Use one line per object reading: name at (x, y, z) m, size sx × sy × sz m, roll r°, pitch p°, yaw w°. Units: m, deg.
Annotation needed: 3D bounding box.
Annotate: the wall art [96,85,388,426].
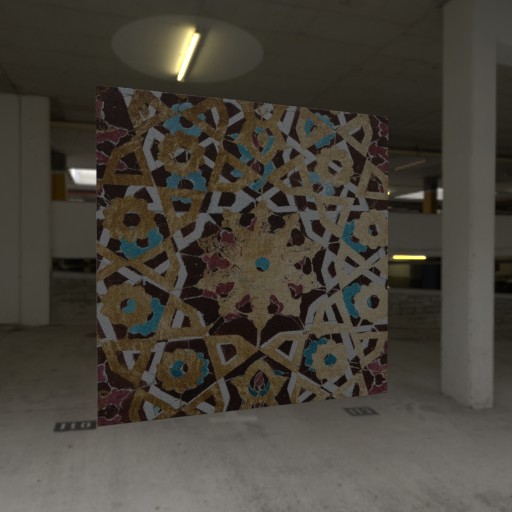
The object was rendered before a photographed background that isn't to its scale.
wall art at (0.000, 0.000, 1.119) m, size 0.757 × 0.762 × 0.028 m, roll 0°, pitch 1°, yaw -18°
